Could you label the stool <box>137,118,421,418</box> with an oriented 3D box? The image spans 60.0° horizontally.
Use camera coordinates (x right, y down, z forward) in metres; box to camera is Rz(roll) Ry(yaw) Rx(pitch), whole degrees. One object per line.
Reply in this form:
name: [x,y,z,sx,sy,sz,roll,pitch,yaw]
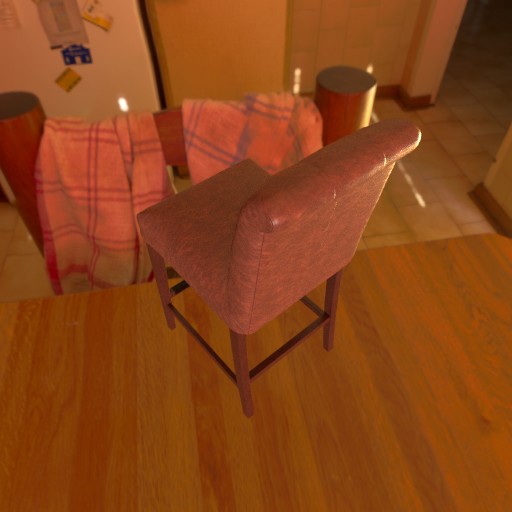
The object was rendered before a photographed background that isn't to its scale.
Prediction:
stool: [0.000,0.000,1.450,0.486,1.084,0.660,-32,55,-26]
